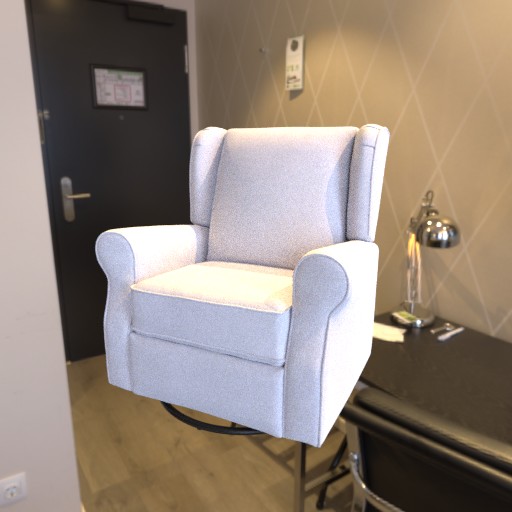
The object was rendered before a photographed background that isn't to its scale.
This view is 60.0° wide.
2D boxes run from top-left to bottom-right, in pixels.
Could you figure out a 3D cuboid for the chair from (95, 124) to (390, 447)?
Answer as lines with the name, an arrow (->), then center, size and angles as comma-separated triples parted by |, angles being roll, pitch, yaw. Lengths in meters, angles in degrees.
chair -> 0.000, 0.000, 1.679 | 0.906, 0.967, 0.854 | 7, 16, 25
